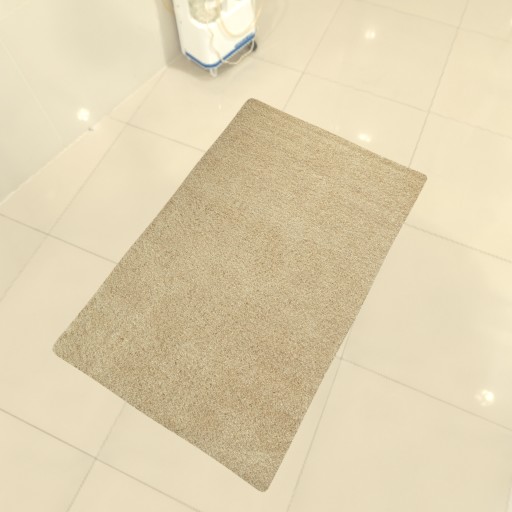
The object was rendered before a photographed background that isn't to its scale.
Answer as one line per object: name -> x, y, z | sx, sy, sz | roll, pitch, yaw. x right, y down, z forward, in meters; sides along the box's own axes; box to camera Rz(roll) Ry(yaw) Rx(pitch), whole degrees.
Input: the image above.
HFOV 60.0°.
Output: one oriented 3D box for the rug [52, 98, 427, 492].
rug -> 0.000, 0.000, 2.932 | 1.500, 0.025, 2.349 | 28, 68, 12
